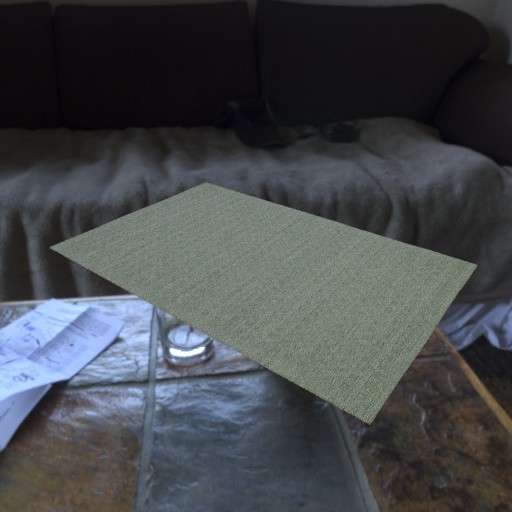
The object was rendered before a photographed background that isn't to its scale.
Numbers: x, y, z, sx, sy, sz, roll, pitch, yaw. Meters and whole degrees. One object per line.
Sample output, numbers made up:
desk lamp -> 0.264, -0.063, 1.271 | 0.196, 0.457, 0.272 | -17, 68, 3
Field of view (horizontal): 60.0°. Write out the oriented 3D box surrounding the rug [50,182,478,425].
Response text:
rug -> 0.000, 0.000, 2.151 | 1.747, 0.006, 1.143 | 21, 36, 32
